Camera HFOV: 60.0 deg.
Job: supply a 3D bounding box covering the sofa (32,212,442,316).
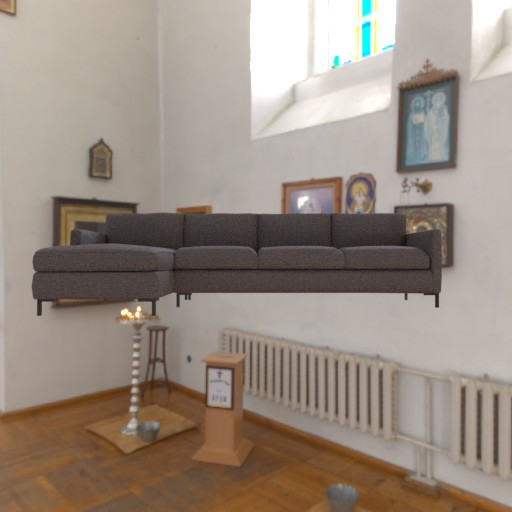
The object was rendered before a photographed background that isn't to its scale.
[{"bbox_3d":[0.000,0.000,3.291,2.731,0.754,1.258,0,-1,0],"label":"sofa"}]
